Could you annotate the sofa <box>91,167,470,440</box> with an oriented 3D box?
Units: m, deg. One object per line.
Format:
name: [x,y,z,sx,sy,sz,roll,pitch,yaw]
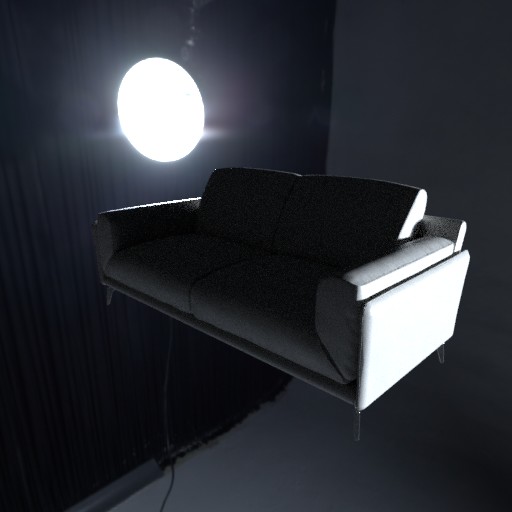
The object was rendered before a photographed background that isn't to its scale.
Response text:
sofa: [0.000,0.000,2.645,2.101,0.930,1.049,15,22,42]
